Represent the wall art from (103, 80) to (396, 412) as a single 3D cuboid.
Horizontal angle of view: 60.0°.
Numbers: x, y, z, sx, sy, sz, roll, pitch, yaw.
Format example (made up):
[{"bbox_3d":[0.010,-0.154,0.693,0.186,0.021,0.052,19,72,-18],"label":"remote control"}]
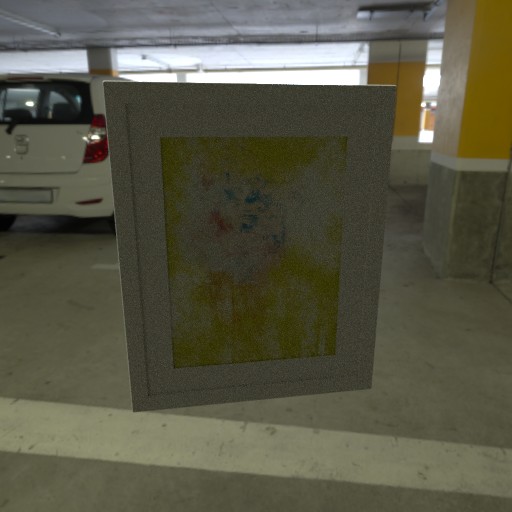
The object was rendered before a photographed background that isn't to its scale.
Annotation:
[{"bbox_3d":[0.000,0.000,0.766,0.454,0.556,0.028,-3,17,-9],"label":"wall art"}]
